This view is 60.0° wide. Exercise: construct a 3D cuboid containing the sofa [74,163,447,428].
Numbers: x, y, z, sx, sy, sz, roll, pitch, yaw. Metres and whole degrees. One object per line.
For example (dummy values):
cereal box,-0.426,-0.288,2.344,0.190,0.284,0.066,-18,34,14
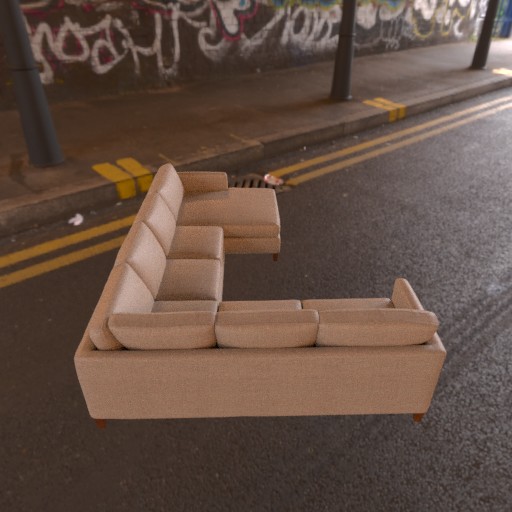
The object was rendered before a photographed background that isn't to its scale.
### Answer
sofa,0.000,0.000,4.594,2.594,0.961,3.460,-1,32,-1
